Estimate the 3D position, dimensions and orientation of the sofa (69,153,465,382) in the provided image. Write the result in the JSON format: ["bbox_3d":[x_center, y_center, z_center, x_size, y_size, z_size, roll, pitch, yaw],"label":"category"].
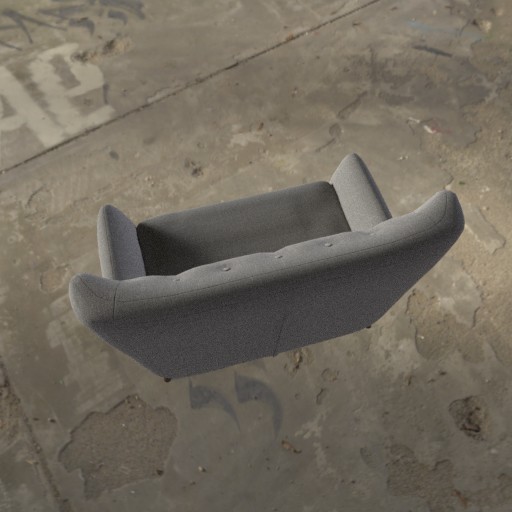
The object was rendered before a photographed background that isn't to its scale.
[{"bbox_3d":[0.000,0.000,2.008,1.386,1.028,0.884,-13,60,-8],"label":"sofa"}]
